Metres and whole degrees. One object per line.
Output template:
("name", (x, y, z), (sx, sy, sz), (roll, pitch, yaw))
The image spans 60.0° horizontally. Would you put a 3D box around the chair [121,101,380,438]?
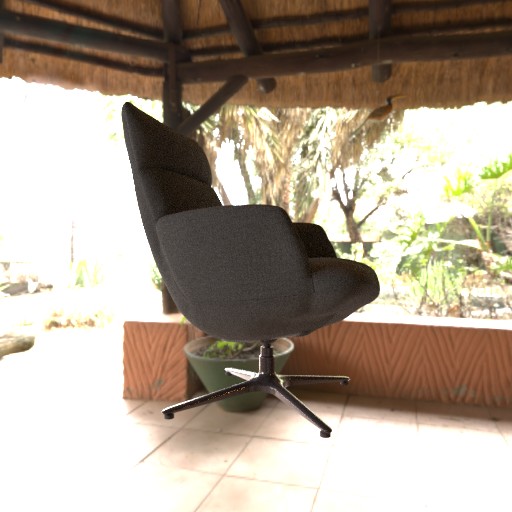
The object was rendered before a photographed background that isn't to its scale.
("chair", (0.000, 0.000, 1.540), (0.831, 0.984, 0.702), (0, 0, 17))
